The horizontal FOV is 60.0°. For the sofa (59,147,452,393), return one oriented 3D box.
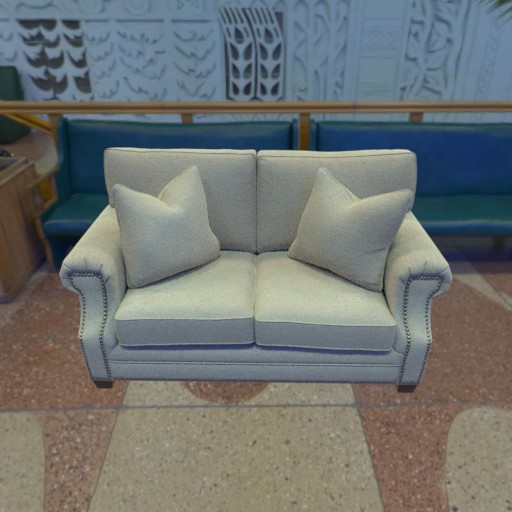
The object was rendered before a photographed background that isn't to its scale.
[{"bbox_3d":[0.000,0.000,2.248,1.701,0.966,0.966,1,28,1],"label":"sofa"}]
